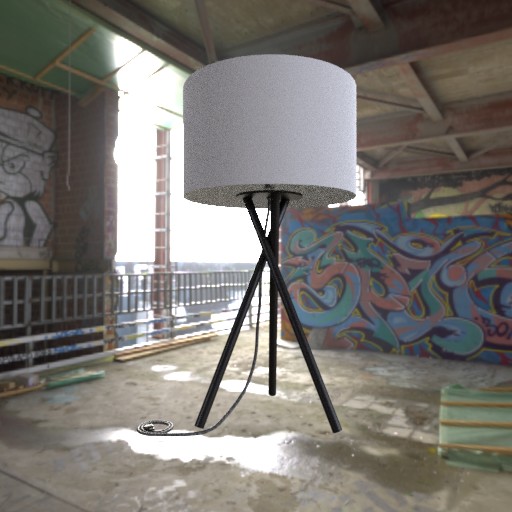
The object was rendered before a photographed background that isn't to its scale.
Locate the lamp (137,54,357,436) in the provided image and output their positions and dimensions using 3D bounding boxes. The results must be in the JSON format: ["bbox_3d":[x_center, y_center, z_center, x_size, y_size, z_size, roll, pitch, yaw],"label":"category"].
[{"bbox_3d":[0.000,0.000,0.895,0.422,0.674,0.353,1,-1,-38],"label":"lamp"}]
